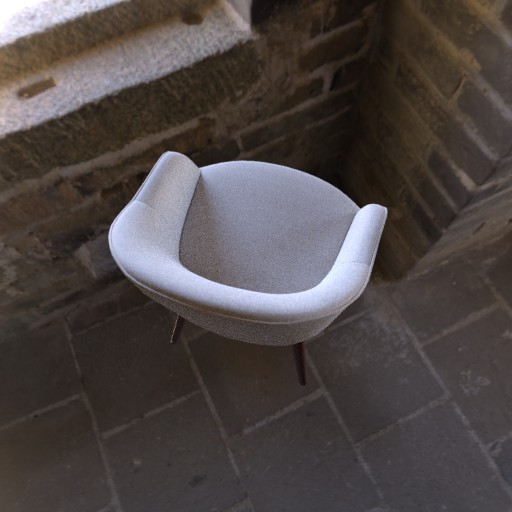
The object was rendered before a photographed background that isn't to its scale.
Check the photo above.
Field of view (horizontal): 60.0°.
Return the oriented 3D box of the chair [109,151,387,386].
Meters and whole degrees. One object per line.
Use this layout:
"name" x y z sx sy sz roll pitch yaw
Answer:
"chair" 0.000 0.000 1.233 0.596 0.823 0.635 16 65 8
